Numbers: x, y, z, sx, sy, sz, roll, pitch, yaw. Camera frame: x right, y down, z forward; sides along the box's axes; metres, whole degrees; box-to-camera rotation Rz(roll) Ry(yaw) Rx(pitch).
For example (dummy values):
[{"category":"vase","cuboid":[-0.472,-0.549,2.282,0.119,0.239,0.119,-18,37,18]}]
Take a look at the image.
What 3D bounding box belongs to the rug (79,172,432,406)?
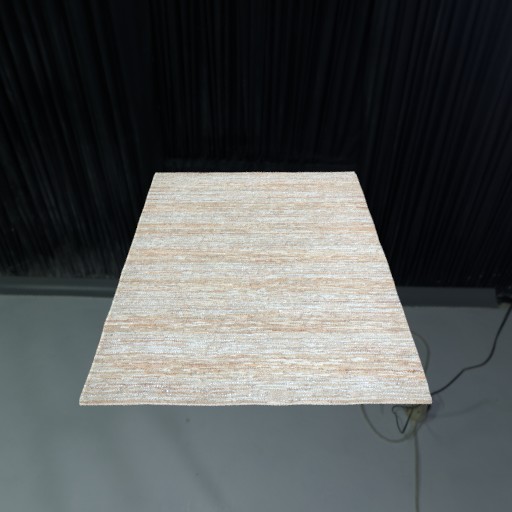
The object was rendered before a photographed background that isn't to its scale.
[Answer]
[{"category":"rug","cuboid":[0.000,0.000,3.965,2.313,0.009,2.939,0,41,0]}]
